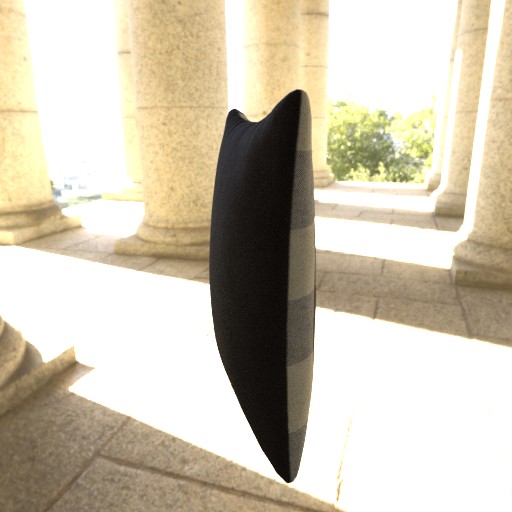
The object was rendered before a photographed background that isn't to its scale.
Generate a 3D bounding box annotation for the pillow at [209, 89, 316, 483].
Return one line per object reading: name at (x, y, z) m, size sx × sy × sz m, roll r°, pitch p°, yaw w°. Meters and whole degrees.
pillow at (0.000, 0.000, 0.773) m, size 0.161 × 0.509 × 0.511 m, roll -3°, pitch 16°, yaw -10°
